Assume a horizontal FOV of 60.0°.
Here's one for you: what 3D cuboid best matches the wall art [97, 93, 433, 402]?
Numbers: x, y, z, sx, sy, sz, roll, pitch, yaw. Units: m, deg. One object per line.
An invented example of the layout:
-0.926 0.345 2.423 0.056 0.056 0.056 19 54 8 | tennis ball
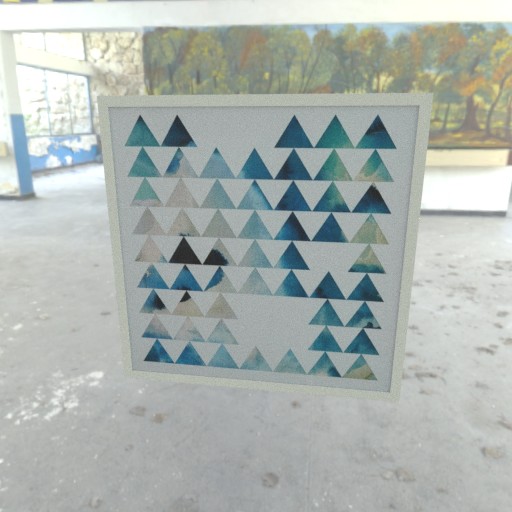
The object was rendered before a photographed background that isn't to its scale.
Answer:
0.000 0.000 1.180 0.809 0.809 0.012 3 17 8 | wall art
